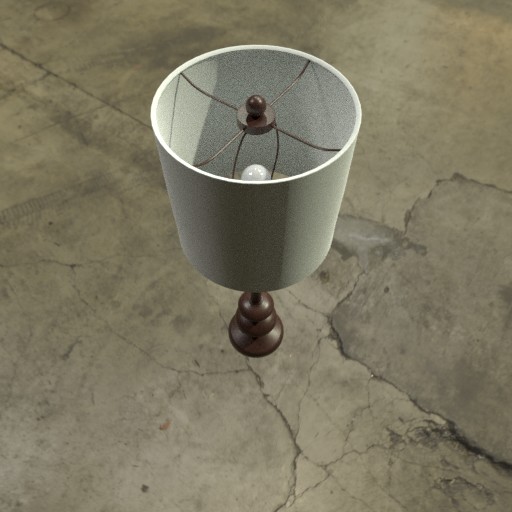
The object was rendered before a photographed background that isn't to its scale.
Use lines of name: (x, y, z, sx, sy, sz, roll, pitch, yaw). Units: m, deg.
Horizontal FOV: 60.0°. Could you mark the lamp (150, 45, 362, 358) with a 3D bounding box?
lamp: (0.000, 0.000, 0.814, 0.254, 0.690, 0.254, 31, 62, 19)
